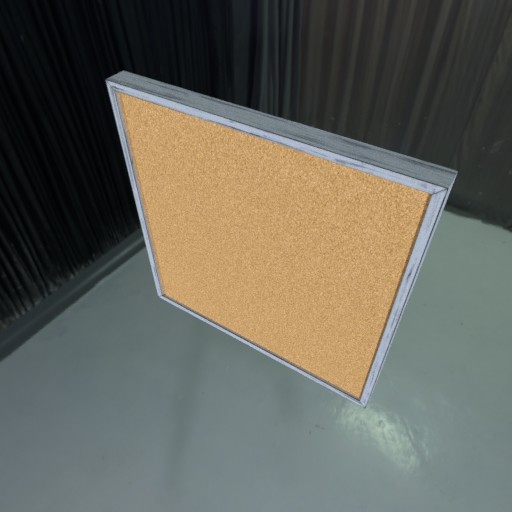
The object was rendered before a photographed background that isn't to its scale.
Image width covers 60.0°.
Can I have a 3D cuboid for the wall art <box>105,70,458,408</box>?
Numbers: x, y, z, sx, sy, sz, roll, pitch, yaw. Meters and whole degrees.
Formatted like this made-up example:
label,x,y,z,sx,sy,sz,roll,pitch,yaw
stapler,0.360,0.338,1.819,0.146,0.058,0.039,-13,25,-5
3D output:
label,x,y,z,sx,sy,sz,roll,pitch,yaw
wall art,0.000,0.000,0.754,0.506,0.506,0.038,24,50,22
